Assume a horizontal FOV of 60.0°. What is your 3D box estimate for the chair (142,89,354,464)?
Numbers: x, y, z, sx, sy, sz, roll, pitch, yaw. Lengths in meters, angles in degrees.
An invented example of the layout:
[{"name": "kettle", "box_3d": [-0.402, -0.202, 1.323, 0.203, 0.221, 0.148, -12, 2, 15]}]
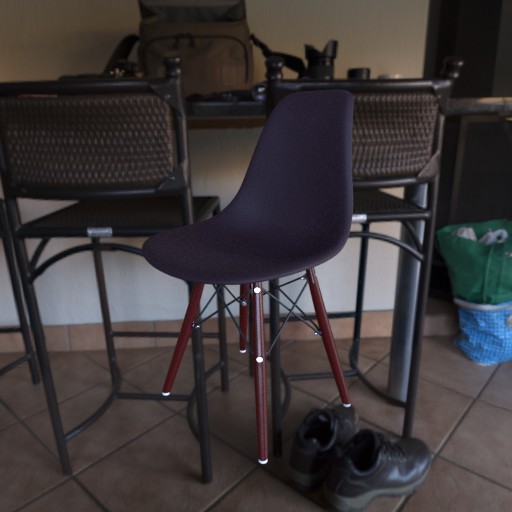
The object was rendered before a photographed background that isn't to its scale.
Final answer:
[{"name": "chair", "box_3d": [0.000, 0.000, 1.143, 0.470, 0.826, 0.533, 15, 23, 41]}]
